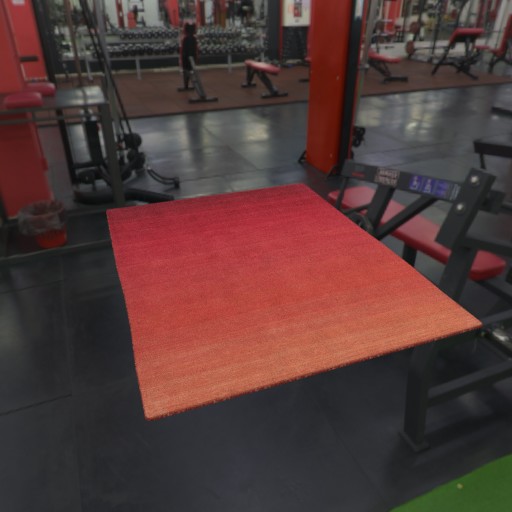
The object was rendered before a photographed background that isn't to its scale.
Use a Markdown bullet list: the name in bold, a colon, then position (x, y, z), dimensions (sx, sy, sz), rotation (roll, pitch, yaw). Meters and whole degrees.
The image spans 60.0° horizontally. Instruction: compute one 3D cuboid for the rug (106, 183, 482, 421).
- **rug**: position (0.000, 0.000, 3.908), dimensions (2.340, 0.028, 2.905), rotation (-11, 32, -17)
